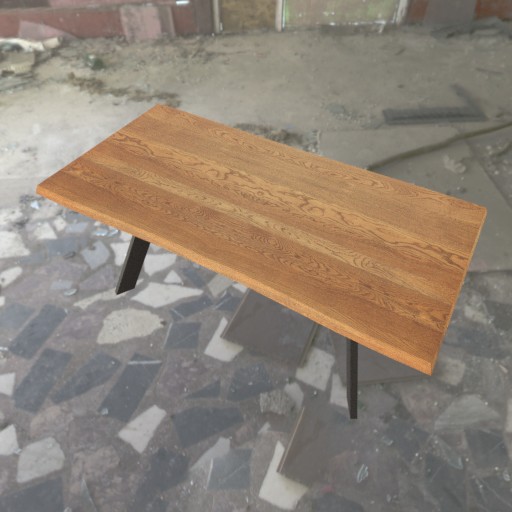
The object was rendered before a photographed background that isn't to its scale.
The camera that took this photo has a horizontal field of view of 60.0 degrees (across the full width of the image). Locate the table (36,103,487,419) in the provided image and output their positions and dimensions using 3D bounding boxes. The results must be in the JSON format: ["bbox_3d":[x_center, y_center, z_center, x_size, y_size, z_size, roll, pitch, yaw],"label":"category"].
[{"bbox_3d":[0.000,0.000,2.223,1.800,0.770,0.900,23,51,20],"label":"table"}]
